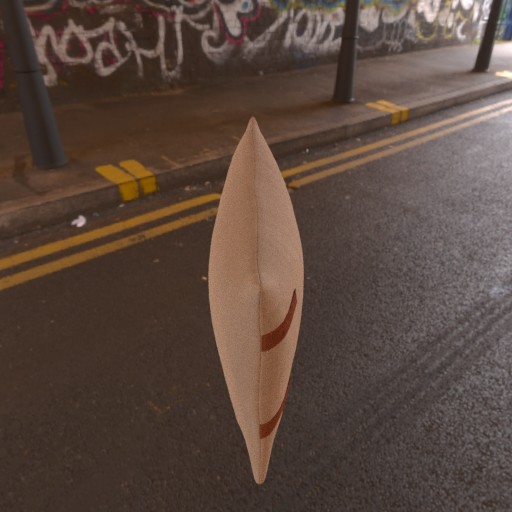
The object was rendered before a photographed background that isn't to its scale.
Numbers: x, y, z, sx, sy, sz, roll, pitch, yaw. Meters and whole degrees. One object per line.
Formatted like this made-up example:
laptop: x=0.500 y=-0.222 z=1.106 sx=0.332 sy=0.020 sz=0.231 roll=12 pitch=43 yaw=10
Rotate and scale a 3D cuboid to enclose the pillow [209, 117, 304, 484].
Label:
pillow: x=0.000 y=0.000 z=0.743 sx=0.148 sy=0.308 sz=0.612 roll=-1 pitch=32 yaw=-1
